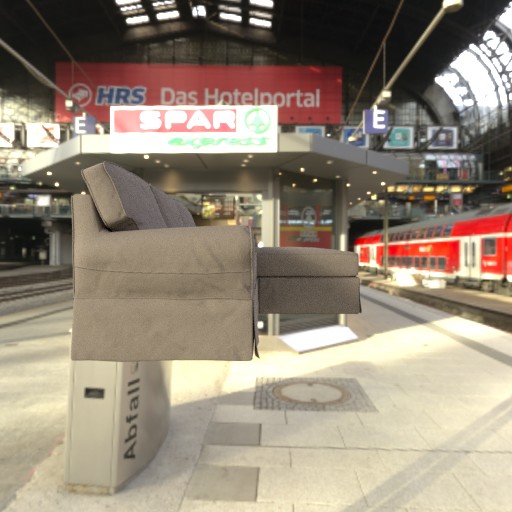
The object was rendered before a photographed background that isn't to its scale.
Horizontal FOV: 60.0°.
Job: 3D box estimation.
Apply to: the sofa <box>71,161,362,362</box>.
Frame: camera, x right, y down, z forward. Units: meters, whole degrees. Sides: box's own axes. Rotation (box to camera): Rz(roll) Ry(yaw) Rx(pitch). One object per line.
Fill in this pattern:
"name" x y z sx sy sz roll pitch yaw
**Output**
"sofa" 0.000 0.000 3.270 1.733 0.978 2.475 0 0 1
